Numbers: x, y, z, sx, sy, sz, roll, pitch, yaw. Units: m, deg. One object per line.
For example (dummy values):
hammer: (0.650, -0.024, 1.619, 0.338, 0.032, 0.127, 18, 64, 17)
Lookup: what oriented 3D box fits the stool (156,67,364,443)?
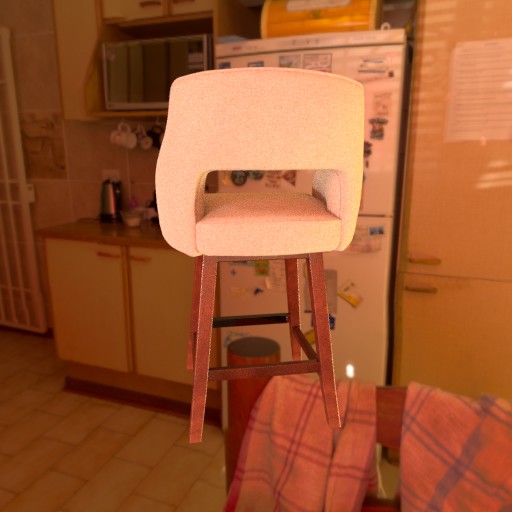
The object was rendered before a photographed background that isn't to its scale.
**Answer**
stool: (0.000, 0.000, 1.290, 0.550, 0.936, 0.560, -2, 14, -9)
